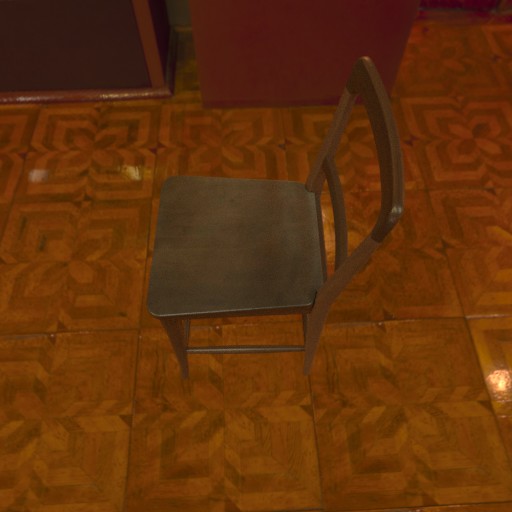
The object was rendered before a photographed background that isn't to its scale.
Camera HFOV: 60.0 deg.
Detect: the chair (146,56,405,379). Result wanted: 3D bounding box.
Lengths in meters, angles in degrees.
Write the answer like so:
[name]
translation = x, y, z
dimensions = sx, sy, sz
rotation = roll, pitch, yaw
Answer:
[chair]
translation = 0.000, 0.000, 1.271
dimensions = 0.546, 0.991, 0.450
rotation = 0, 59, 0
